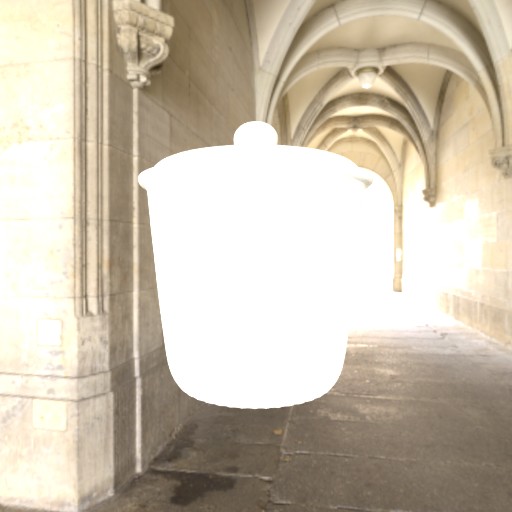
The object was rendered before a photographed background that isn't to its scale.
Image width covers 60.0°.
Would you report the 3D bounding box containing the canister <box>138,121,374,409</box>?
[{"bbox_3d":[0.000,0.000,0.352,0.181,0.211,0.181,0,0,0],"label":"canister"}]
